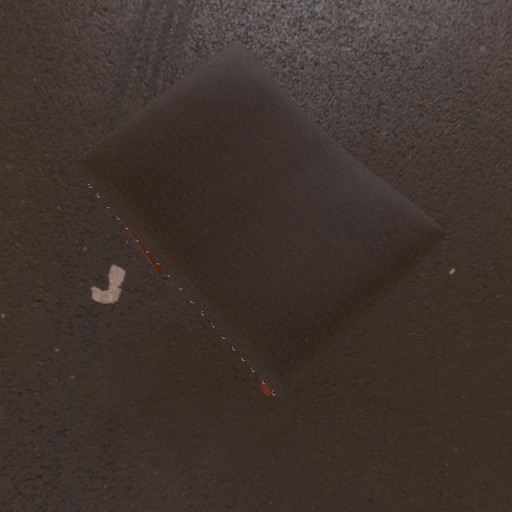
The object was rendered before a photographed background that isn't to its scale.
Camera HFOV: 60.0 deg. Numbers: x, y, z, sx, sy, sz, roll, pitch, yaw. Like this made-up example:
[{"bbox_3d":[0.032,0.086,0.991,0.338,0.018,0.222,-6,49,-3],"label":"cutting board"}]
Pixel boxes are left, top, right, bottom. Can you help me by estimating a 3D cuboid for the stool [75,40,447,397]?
[{"bbox_3d":[0.000,0.000,0.855,0.320,0.612,0.439,-41,78,-11],"label":"stool"}]
